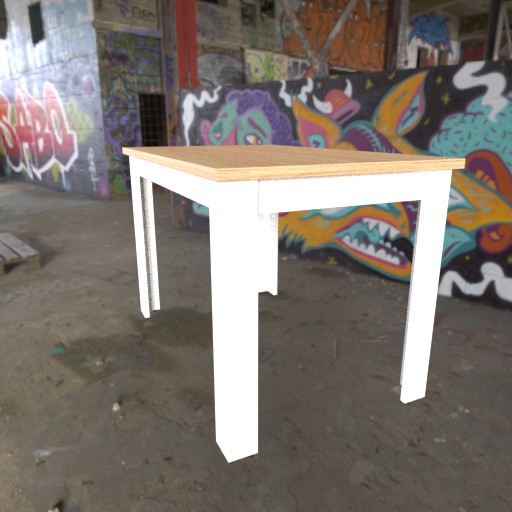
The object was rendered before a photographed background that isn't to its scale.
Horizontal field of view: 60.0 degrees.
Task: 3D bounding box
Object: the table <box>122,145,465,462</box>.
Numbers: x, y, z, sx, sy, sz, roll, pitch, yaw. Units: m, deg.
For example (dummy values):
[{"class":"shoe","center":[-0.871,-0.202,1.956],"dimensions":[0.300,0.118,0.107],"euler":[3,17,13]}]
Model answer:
[{"class":"table","center":[0.000,0.000,1.601],"dimensions":[0.700,0.734,1.100],"euler":[-8,18,-24]}]
